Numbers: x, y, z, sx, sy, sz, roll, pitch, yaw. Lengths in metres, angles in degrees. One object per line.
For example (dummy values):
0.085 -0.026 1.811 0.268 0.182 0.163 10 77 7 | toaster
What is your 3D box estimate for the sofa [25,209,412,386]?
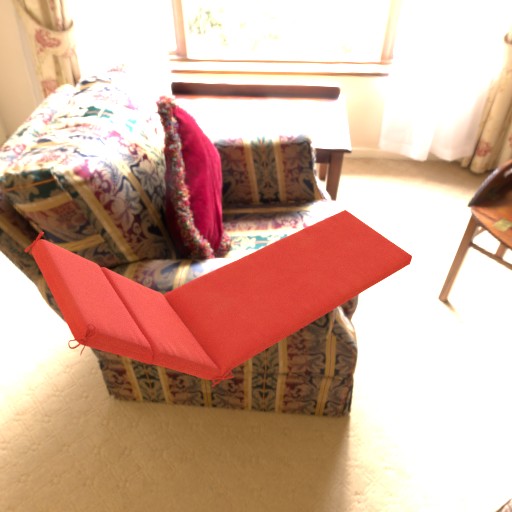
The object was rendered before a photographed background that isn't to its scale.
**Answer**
0.000 0.000 1.954 1.663 0.622 0.582 -25 48 -25 | sofa
